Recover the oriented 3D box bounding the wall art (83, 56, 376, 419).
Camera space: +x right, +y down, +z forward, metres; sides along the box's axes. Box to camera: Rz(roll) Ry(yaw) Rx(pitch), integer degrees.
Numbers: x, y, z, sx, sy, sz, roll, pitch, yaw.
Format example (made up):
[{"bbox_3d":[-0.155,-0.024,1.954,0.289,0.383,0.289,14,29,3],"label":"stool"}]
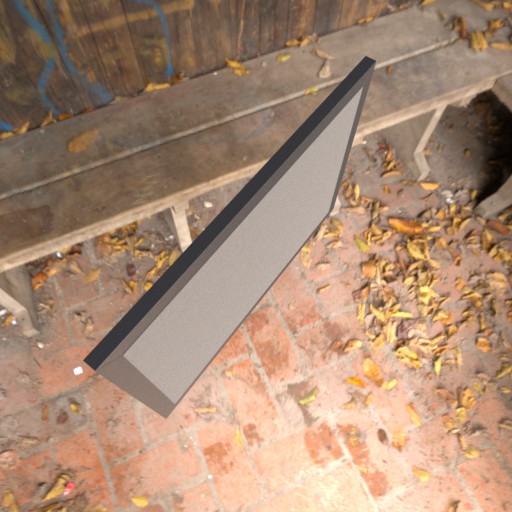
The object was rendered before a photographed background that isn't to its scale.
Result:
[{"bbox_3d":[0.000,0.000,0.559,0.016,0.306,0.432,34,68,16],"label":"wall art"}]
